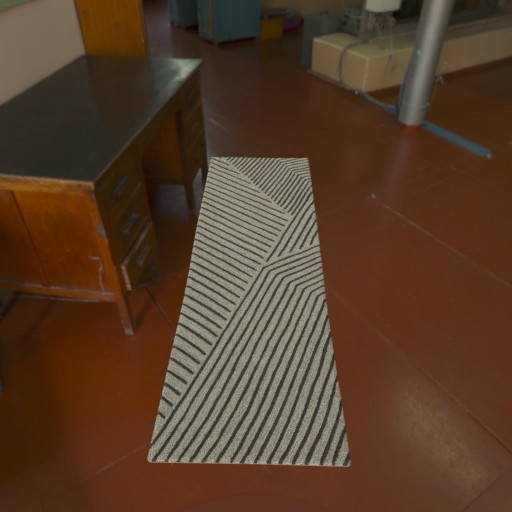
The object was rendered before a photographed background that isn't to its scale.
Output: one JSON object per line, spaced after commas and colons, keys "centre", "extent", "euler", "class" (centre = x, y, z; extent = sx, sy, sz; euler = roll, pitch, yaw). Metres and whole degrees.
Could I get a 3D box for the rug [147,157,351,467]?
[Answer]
{"centre": [0.000, 0.000, 2.604], "extent": [0.773, 0.020, 2.439], "euler": [1, 40, 1], "class": "rug"}
